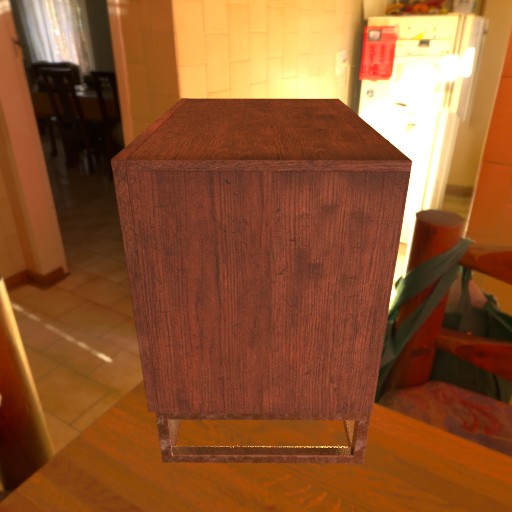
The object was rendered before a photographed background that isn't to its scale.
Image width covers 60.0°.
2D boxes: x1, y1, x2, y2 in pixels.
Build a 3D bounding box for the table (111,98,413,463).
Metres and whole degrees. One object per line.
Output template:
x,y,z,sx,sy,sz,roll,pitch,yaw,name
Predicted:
0.000,0.000,1.247,0.542,0.746,0.767,0,27,0,table
